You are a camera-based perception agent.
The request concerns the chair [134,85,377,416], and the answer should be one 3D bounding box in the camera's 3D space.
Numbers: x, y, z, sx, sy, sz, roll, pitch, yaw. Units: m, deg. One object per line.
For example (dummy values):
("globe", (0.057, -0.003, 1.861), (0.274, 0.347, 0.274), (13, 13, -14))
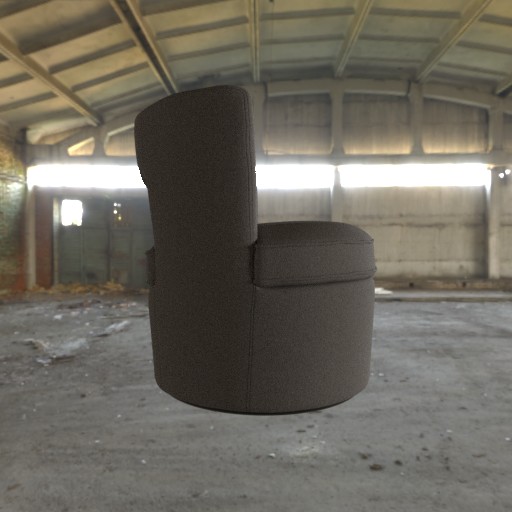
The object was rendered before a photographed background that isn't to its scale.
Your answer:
("chair", (0.000, 0.000, 1.251), (0.660, 0.719, 0.689), (0, 0, 1))
